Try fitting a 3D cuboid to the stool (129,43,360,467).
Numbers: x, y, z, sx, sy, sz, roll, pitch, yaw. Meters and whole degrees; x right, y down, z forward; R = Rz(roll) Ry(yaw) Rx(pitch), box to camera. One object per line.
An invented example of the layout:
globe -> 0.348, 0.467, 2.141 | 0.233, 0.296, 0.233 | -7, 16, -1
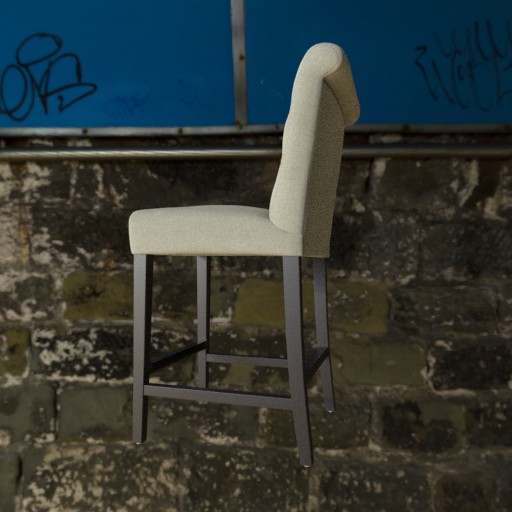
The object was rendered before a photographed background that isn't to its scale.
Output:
stool -> 0.000, 0.000, 1.358 | 0.601, 1.040, 0.493 | 0, -1, 18
